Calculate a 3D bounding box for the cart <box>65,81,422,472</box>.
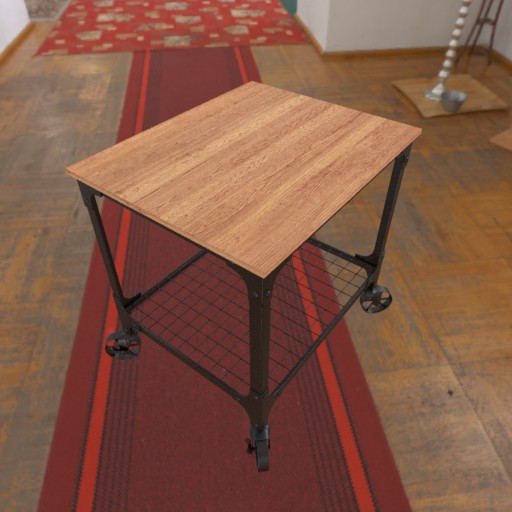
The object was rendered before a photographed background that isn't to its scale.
[{"bbox_3d":[0.000,0.000,1.121,0.558,0.603,0.666,27,48,27],"label":"cart"}]
